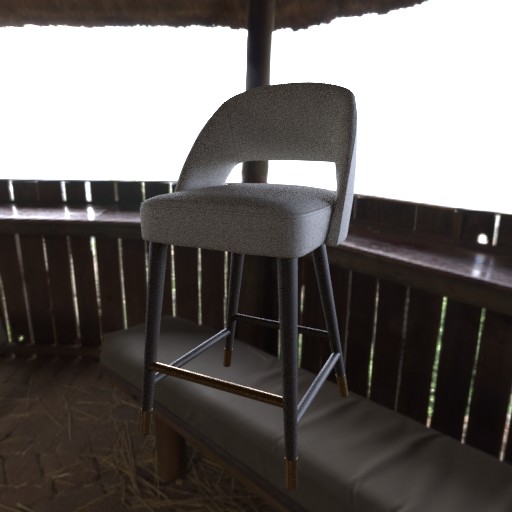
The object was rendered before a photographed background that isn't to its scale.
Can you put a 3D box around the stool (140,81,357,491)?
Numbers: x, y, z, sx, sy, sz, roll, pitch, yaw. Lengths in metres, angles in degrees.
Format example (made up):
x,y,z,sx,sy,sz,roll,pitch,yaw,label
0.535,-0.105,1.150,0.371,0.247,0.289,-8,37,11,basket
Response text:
x,y,z,sx,sy,sz,roll,pitch,yaw,label
0.000,0.000,1.204,0.494,0.940,0.509,7,16,26,stool
